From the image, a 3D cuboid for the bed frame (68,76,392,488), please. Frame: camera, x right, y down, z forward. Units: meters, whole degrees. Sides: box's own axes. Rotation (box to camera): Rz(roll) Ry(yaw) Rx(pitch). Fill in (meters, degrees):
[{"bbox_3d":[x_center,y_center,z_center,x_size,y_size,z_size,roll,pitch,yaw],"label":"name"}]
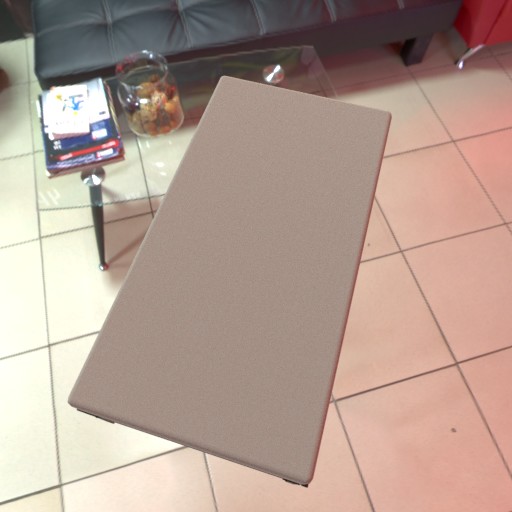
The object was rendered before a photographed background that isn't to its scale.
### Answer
[{"bbox_3d":[0.000,0.000,3.144,1.393,0.680,2.635,15,64,8],"label":"bed frame"}]
